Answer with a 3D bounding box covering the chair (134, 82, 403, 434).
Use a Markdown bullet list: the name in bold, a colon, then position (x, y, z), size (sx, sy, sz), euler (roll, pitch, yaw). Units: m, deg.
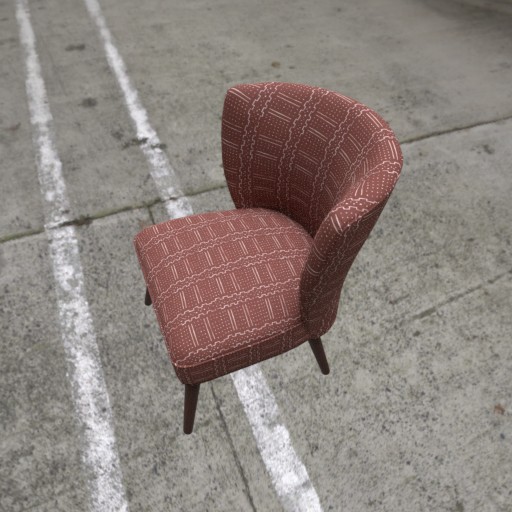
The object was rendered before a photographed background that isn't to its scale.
- **chair**: position (0.000, 0.000, 1.448), size (0.758, 0.866, 0.706), euler (-17, 49, -15)
